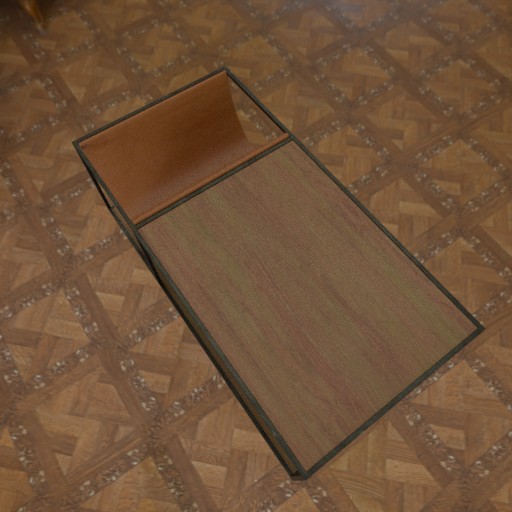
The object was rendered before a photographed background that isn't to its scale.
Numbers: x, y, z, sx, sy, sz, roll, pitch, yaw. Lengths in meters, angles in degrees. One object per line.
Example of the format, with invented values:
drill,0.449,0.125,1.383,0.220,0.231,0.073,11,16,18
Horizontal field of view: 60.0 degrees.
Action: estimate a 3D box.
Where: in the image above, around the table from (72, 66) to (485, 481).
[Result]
table,0.000,0.000,1.461,0.597,0.403,1.199,-33,68,-15
